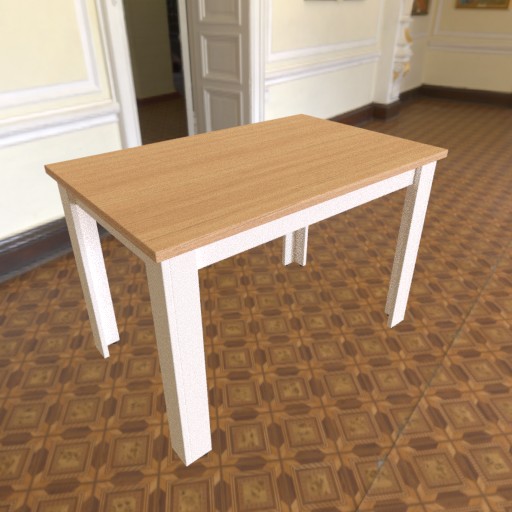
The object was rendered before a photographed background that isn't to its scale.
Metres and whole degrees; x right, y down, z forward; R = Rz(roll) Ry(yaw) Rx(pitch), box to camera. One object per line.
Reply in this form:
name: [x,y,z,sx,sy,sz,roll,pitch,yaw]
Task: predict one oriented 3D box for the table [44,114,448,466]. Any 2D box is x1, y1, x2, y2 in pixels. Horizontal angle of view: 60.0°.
table: [0.000,0.000,1.604,1.100,0.734,0.700,-22,37,-33]
